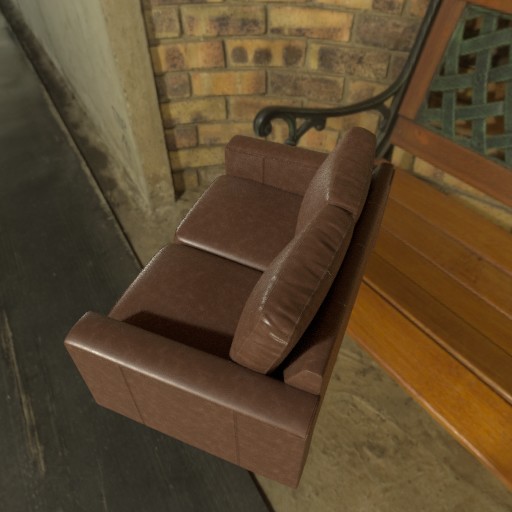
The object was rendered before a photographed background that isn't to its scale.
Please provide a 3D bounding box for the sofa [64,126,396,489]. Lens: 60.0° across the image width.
[{"bbox_3d":[0.000,0.000,2.154,1.016,0.873,1.616,16,48,15],"label":"sofa"}]
